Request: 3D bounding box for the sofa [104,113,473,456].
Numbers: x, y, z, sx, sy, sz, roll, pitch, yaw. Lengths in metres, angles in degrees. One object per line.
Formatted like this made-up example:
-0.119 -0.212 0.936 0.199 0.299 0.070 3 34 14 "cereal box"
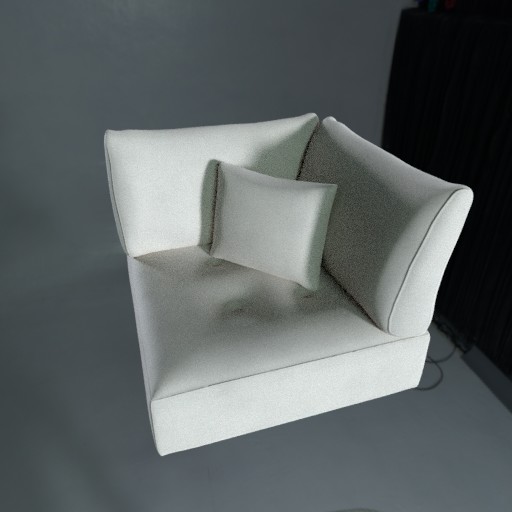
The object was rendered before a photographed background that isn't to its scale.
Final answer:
0.000 0.000 1.710 1.000 0.820 1.000 -9 32 -15 "sofa"
